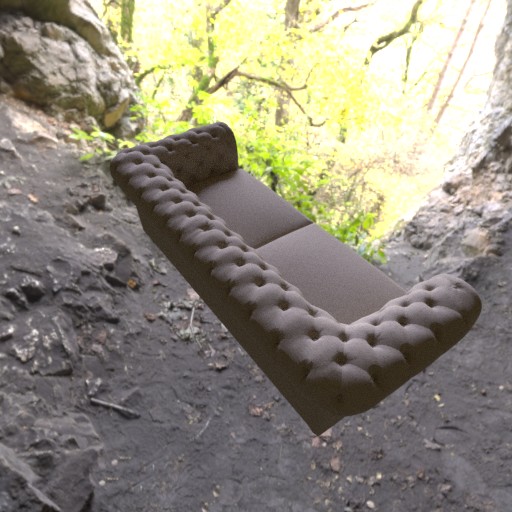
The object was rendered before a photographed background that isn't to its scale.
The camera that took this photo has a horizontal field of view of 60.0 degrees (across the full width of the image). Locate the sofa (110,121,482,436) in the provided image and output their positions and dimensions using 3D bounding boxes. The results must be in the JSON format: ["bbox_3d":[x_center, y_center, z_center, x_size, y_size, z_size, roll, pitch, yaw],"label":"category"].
[{"bbox_3d":[0.000,0.000,3.066,1.076,0.847,2.694,-25,47,-26],"label":"sofa"}]
